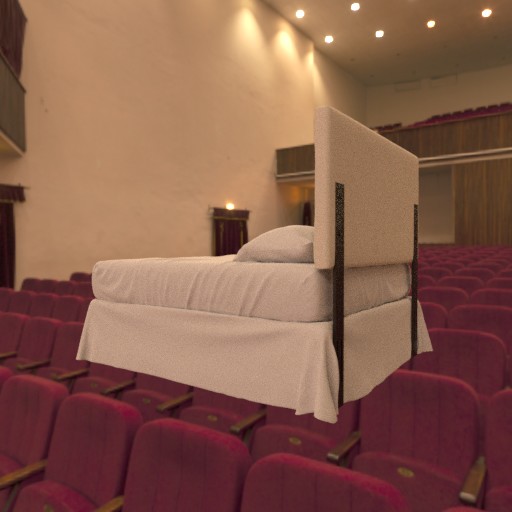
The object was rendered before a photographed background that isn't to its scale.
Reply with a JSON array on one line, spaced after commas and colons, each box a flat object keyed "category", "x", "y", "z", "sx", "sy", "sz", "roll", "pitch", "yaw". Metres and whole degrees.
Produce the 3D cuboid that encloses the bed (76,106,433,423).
[{"category": "bed", "x": 0.000, "y": 0.000, "z": 3.489, "sx": 2.222, "sy": 1.577, "sz": 1.936, "roll": 1, "pitch": 1, "yaw": 36}]
